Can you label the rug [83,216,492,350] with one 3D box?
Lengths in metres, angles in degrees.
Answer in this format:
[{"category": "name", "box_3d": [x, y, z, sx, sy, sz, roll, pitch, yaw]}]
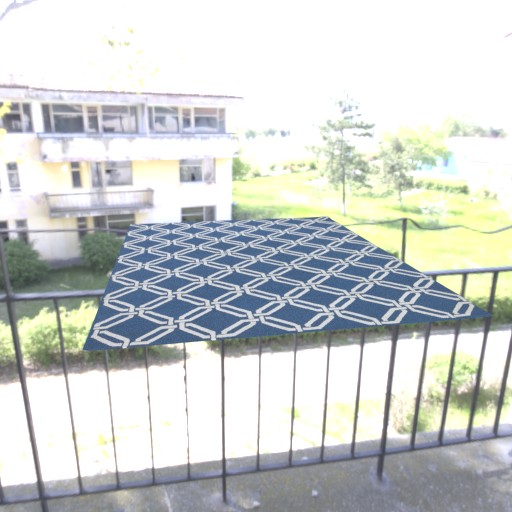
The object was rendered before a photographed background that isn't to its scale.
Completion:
[{"category": "rug", "box_3d": [0.000, 0.000, 3.716, 2.277, 0.020, 2.867, -3, 17, -10]}]
